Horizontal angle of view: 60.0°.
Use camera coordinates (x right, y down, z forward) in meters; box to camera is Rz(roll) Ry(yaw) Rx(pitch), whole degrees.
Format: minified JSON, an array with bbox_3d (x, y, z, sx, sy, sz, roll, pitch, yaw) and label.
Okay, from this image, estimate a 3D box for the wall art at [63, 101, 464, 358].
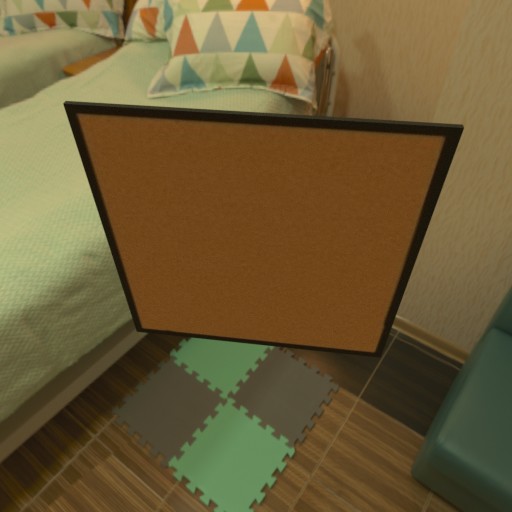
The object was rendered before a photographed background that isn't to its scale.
[{"bbox_3d":[0.000,0.000,1.200,0.823,0.823,0.013,5,45,5],"label":"wall art"}]
